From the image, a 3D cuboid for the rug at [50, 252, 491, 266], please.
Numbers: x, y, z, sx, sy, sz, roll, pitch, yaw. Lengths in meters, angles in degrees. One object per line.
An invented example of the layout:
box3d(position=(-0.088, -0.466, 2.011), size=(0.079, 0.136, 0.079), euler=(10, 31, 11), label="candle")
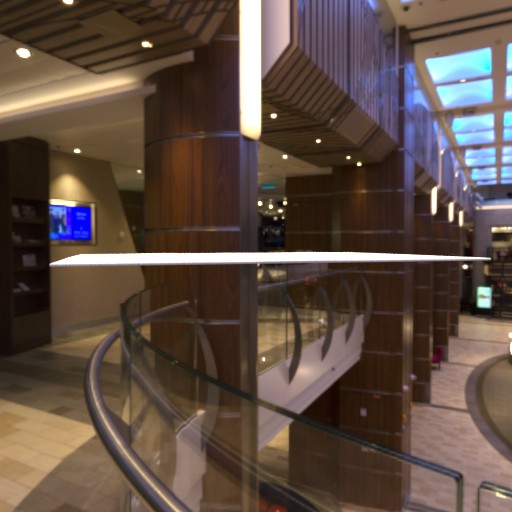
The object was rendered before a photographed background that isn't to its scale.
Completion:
box3d(position=(0.000, 0.000, 3.108), size=(2.438, 0.026, 1.706), euler=(-1, 2, -17), label="rug")
